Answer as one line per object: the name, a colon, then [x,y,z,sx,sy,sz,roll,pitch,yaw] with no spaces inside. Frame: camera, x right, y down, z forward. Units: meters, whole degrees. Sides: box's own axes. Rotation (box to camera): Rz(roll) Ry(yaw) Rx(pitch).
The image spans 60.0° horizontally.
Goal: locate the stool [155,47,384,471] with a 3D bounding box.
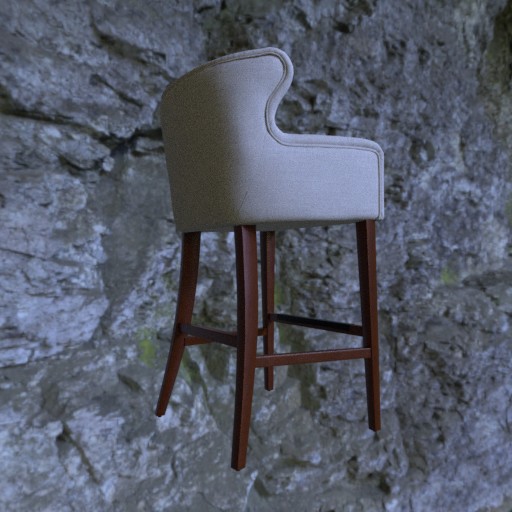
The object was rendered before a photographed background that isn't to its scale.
stool: [0.000,0.000,1.376,0.563,1.034,0.556,1,-1,-36]
